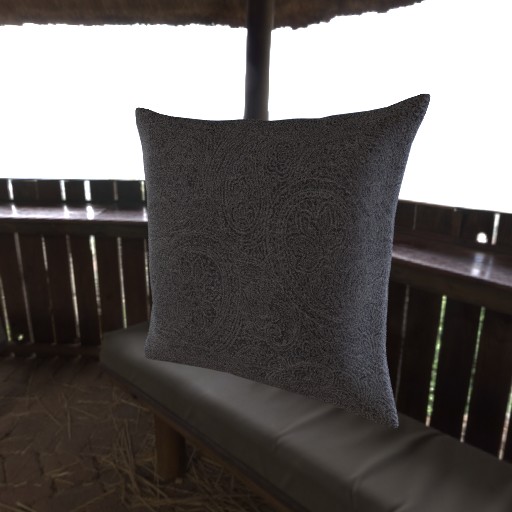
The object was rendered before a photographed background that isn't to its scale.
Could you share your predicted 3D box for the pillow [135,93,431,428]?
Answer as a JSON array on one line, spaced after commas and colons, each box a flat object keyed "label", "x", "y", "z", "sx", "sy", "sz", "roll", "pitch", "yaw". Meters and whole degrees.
[{"label": "pillow", "x": 0.000, "y": 0.000, "z": 0.768, "sx": 0.523, "sy": 0.510, "sz": 0.166, "roll": 7, "pitch": 16, "yaw": 26}]
